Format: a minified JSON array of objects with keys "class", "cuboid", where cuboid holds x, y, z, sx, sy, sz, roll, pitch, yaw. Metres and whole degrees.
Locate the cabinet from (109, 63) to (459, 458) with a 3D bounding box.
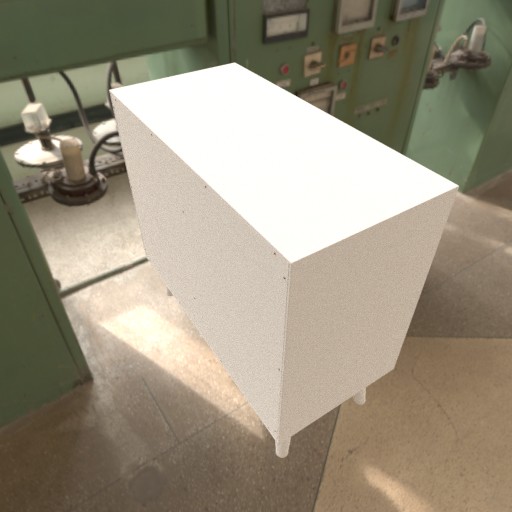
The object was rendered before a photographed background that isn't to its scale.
[{"class":"cabinet","cuboid":[0.000,0.000,1.244,0.398,0.761,0.800,-24,47,-24]}]
